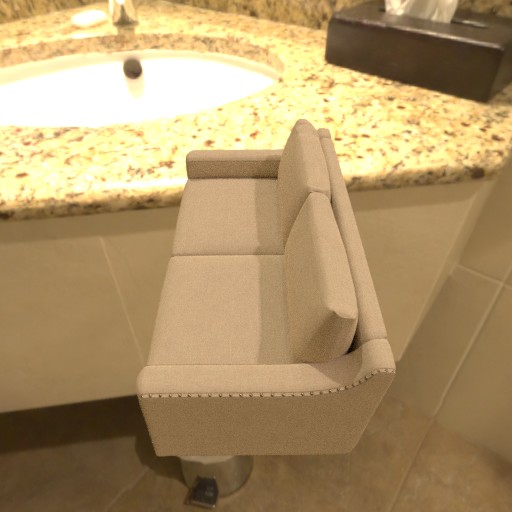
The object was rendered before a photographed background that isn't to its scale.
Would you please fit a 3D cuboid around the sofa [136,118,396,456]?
[{"bbox_3d":[0.000,0.000,2.740,1.104,0.983,2.107,0,42,0],"label":"sofa"}]
